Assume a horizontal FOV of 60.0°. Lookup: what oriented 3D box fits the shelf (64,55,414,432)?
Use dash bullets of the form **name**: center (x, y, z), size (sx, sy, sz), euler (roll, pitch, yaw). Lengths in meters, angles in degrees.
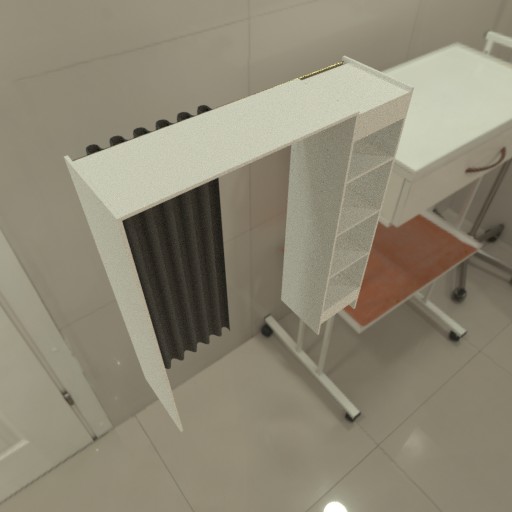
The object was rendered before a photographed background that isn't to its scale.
- **shelf**: center (0.000, 0.000, 2.644), size (1.600, 1.810, 0.500), euler (-29, 53, -25)
